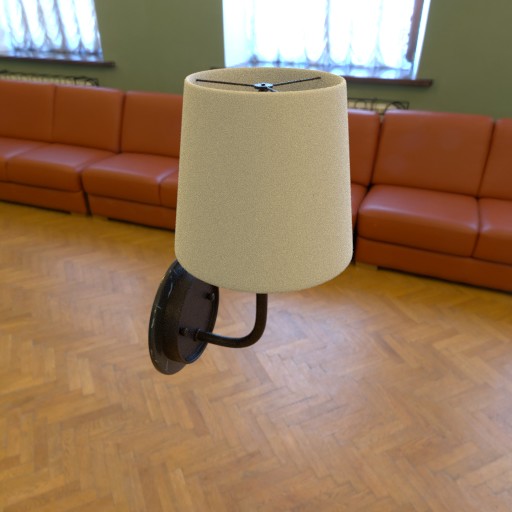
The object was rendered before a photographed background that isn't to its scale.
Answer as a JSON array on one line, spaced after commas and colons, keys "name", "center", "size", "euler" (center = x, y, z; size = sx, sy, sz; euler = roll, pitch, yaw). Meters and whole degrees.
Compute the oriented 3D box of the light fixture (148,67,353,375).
[{"name": "light fixture", "center": [0.000, 0.000, 0.446], "size": [0.188, 0.337, 0.168], "euler": [10, 32, 17]}]
